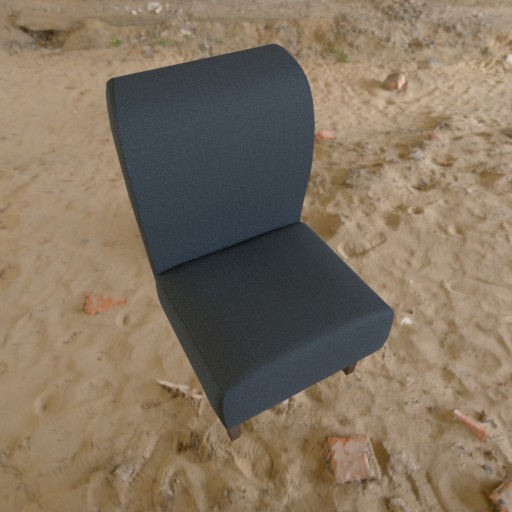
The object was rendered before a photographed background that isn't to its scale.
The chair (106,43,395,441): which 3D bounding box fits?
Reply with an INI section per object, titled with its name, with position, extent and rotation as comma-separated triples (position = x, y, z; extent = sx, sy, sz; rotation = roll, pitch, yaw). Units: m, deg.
[chair]
position = 0.000, 0.000, 1.147
extent = 0.513, 0.804, 0.592
rotation = -23, 50, -21
